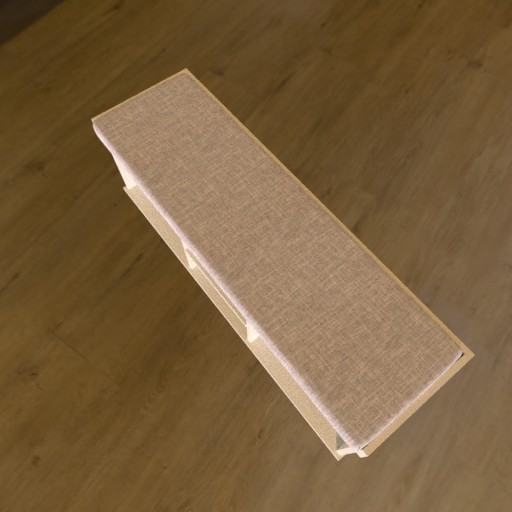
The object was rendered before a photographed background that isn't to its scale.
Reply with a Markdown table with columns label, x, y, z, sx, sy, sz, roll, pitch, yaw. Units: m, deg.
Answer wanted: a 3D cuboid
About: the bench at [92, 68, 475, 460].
| label | x | y | z | sx | sy | sz | roll | pitch | yaw |
| --- | --- | --- | --- | --- | --- | --- | --- | --- | --- |
| bench | 0.000 | 0.000 | 1.379 | 0.363 | 0.453 | 1.196 | -35 | 69 | -16 |
